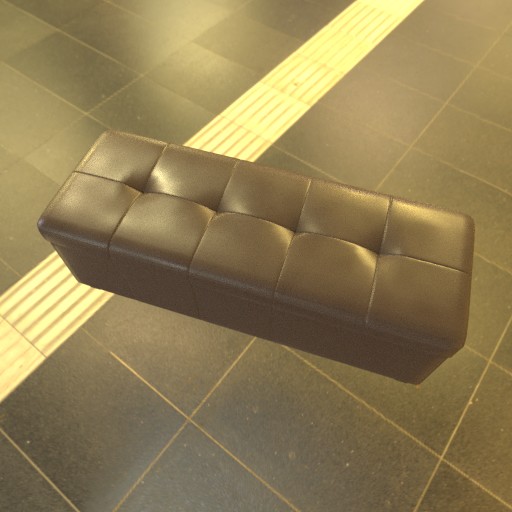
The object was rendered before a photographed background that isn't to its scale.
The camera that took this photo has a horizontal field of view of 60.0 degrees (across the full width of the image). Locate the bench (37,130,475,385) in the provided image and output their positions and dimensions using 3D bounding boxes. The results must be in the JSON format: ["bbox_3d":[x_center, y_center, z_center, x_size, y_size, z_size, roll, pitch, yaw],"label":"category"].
[{"bbox_3d":[0.000,0.000,1.443,1.219,0.417,0.450,15,59,9],"label":"bench"}]
